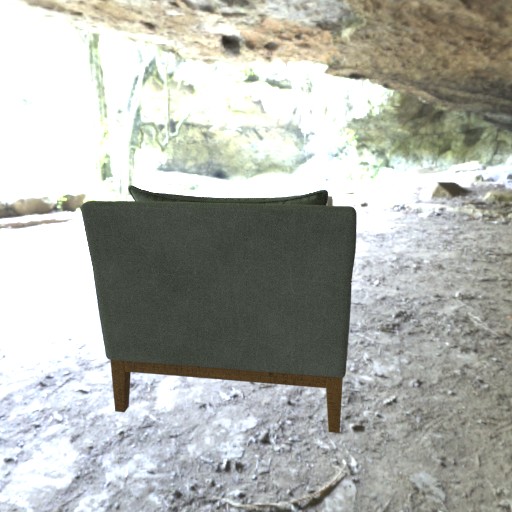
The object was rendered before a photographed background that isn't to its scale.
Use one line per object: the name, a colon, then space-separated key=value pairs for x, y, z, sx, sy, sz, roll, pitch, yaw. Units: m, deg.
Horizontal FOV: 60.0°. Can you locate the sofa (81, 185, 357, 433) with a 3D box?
sofa: x=0.000 y=0.000 z=2.309 sx=0.894 sy=0.859 sz=1.779 roll=2 pitch=15 yaw=9
